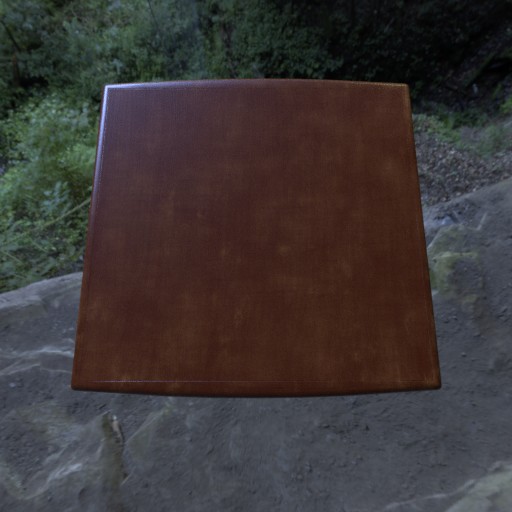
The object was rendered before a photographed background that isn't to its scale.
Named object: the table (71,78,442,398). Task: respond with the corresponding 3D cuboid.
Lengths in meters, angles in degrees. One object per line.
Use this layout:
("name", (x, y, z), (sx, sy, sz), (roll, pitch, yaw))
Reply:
("table", (0.000, 0.000, 1.661), (0.991, 0.754, 0.991), (0, 74, 0))
